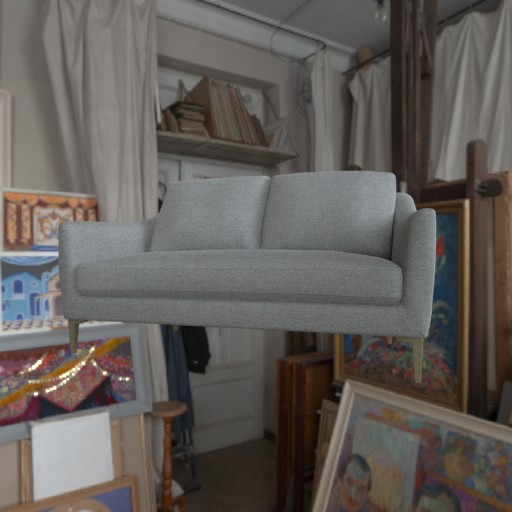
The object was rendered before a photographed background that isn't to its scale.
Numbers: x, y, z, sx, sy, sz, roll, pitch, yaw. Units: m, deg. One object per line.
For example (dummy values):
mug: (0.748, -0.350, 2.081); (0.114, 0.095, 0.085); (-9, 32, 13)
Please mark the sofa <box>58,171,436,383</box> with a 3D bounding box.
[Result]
sofa: (0.000, 0.000, 2.205); (1.619, 0.904, 0.960); (0, -1, 19)
